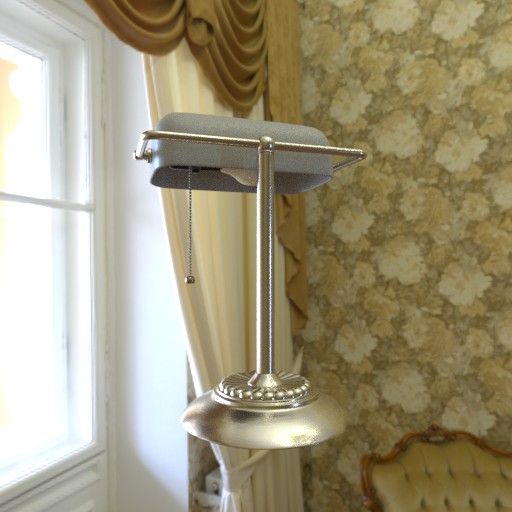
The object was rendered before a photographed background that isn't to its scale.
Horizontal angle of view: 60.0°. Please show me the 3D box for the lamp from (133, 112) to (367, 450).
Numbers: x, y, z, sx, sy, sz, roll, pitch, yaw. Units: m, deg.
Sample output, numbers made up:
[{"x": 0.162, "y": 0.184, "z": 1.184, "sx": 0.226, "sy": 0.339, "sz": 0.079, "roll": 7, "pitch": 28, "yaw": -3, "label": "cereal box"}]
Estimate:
[{"x": 0.000, "y": 0.000, "z": 0.505, "sx": 0.264, "sy": 0.339, "sz": 0.243, "roll": 0, "pitch": -1, "yaw": -19, "label": "lamp"}]
